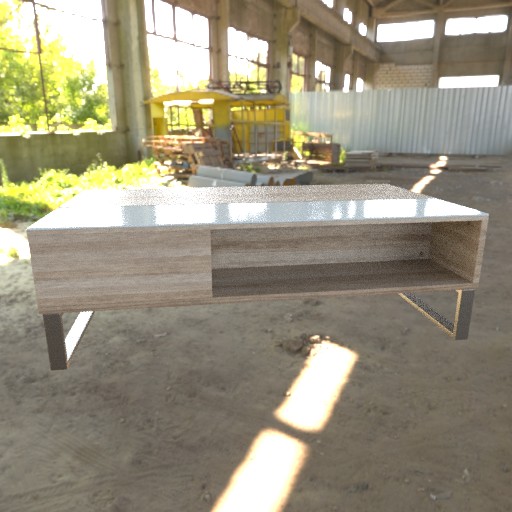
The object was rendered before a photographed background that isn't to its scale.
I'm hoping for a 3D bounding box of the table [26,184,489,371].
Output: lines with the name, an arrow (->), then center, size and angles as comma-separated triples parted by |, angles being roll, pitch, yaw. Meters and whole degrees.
table -> 0.000, 0.000, 1.373 | 1.100, 0.350, 0.600 | -2, 17, -8
